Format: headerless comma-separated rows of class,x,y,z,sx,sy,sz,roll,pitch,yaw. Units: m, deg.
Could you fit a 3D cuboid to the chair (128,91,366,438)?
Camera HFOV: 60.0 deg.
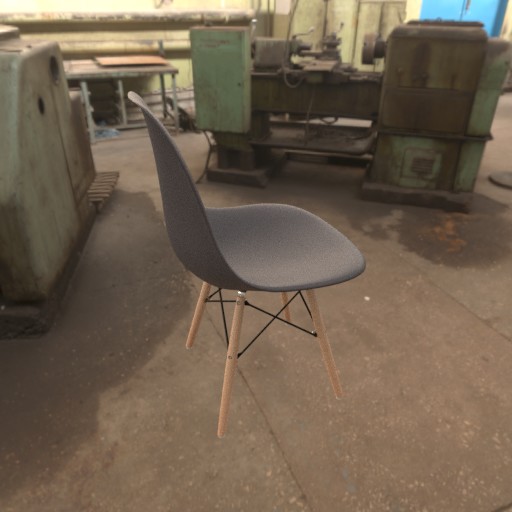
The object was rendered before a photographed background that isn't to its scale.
chair,0.000,0.000,1.156,0.533,0.826,0.470,-11,32,-18
